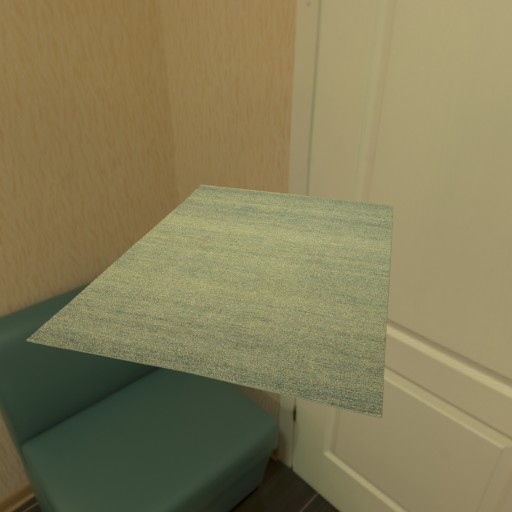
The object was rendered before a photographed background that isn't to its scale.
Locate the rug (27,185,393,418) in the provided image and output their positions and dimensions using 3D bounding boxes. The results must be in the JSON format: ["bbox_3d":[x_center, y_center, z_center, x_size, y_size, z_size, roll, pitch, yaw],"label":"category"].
[{"bbox_3d":[0.000,0.000,4.196,2.461,0.046,3.237,8,31,14],"label":"rug"}]
